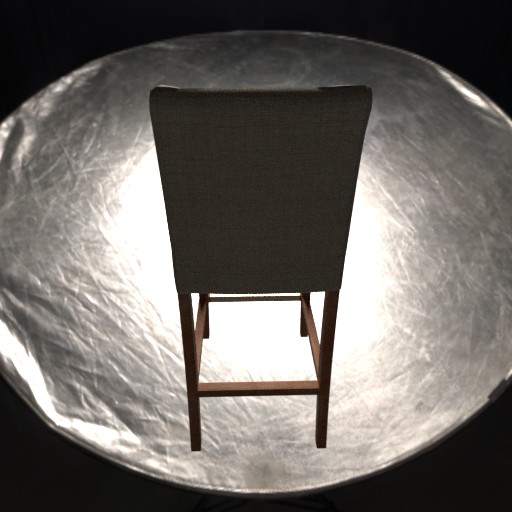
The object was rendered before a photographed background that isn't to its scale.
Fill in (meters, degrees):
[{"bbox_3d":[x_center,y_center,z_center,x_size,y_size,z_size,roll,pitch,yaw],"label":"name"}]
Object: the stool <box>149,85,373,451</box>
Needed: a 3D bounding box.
[{"bbox_3d":[0.000,0.000,1.322,0.454,1.039,0.567,-1,30,-1],"label":"stool"}]
